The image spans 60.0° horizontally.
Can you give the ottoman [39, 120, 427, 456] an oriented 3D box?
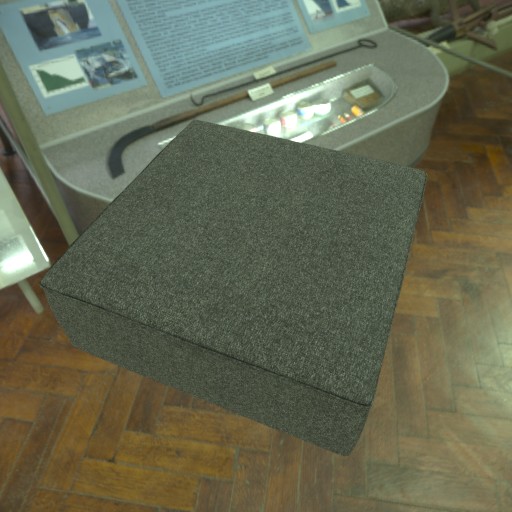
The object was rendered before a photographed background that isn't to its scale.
[{"bbox_3d":[0.000,0.000,1.608,1.021,0.423,1.017,17,50,15],"label":"ottoman"}]
